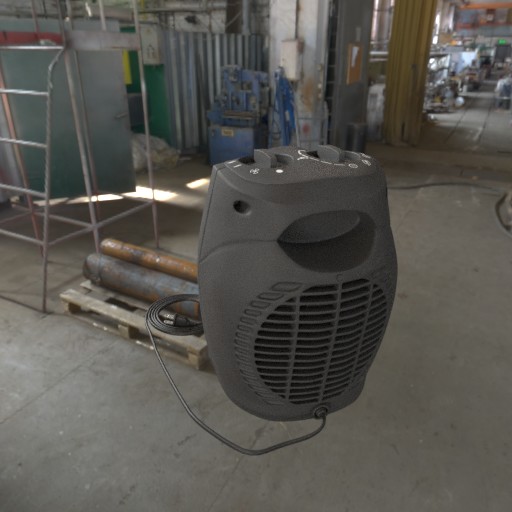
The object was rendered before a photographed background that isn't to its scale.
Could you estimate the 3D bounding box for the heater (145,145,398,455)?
[{"bbox_3d":[0.000,0.000,0.468,0.239,0.240,0.291,-8,26,-16],"label":"heater"}]
